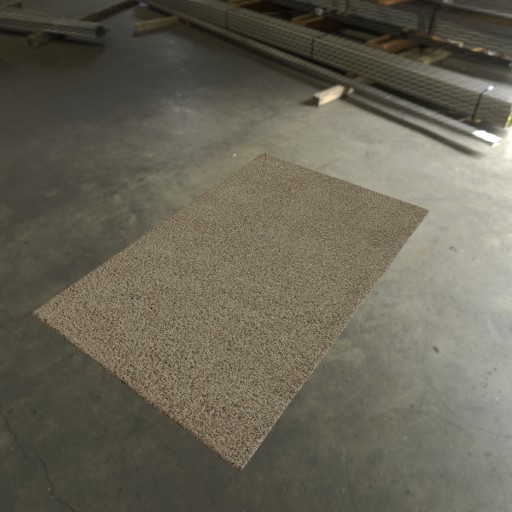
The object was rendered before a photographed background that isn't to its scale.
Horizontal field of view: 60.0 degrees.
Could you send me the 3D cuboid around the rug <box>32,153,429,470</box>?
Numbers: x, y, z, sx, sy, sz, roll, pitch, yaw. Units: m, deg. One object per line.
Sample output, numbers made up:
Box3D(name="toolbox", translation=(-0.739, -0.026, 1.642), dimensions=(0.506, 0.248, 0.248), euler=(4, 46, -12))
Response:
Box3D(name="rug", translation=(0.000, 0.000, 3.443), dimensions=(1.778, 0.030, 2.743), euler=(26, 48, 26))
